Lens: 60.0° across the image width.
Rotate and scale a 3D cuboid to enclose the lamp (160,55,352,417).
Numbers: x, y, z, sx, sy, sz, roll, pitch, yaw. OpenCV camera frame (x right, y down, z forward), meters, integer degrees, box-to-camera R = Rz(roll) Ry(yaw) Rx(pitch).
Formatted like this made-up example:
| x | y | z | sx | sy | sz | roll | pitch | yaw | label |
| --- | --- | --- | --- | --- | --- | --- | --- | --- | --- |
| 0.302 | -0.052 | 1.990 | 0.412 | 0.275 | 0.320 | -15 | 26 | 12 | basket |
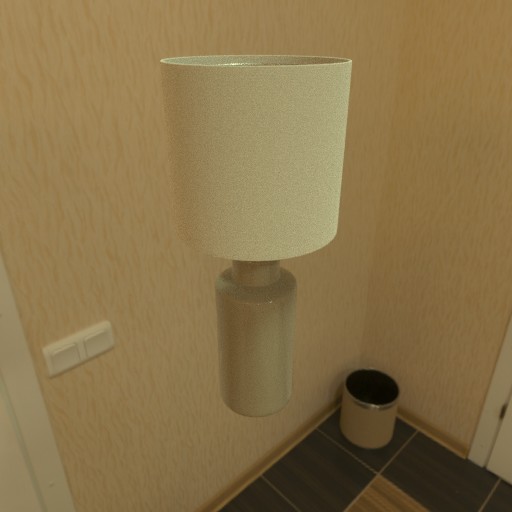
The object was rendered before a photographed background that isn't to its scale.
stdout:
| x | y | z | sx | sy | sz | roll | pitch | yaw | label |
| --- | --- | --- | --- | --- | --- | --- | --- | --- | --- |
| 0.000 | 0.000 | 0.607 | 0.212 | 0.493 | 0.212 | 8 | 28 | 15 | lamp |
